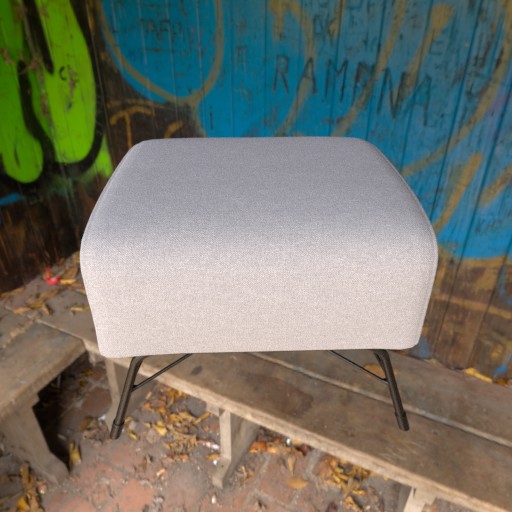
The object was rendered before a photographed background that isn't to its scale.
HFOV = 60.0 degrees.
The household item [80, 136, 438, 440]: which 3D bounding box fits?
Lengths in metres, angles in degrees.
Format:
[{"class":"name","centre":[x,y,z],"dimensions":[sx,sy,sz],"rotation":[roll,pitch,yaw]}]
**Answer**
[{"class":"household item","centre":[0.000,0.000,0.891],"dimensions":[0.530,0.410,0.530],"rotation":[-1,32,-2]}]
